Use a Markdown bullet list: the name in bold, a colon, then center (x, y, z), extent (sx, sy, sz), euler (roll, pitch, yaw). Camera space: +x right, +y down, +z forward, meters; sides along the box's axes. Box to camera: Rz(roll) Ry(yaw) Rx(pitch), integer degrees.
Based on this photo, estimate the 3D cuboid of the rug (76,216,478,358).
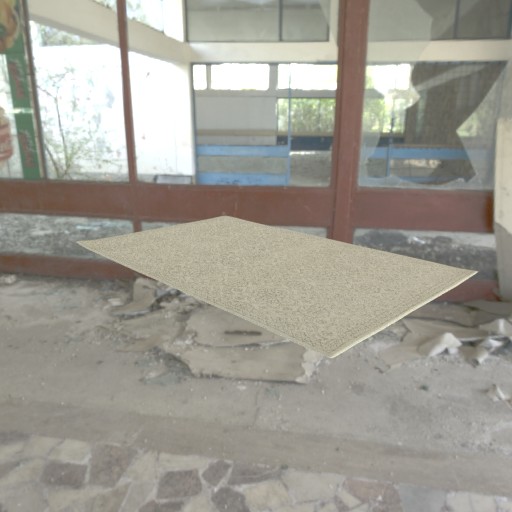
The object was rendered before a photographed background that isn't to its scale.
- **rug**: center (0.000, 0.000, 2.475), extent (1.214, 0.023, 1.947), euler (-16, 23, -42)
